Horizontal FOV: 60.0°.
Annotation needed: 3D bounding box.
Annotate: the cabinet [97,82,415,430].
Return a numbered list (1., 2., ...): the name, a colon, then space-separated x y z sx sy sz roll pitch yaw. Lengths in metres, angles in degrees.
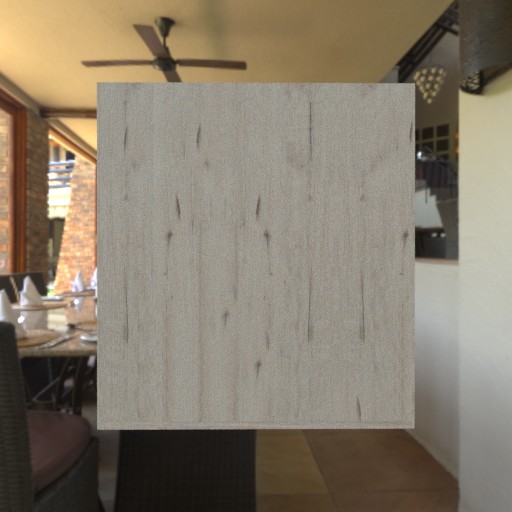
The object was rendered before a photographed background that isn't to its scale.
1. cabinet: 0.000 0.000 3.119 2.000 2.180 0.660 0 0 -1
